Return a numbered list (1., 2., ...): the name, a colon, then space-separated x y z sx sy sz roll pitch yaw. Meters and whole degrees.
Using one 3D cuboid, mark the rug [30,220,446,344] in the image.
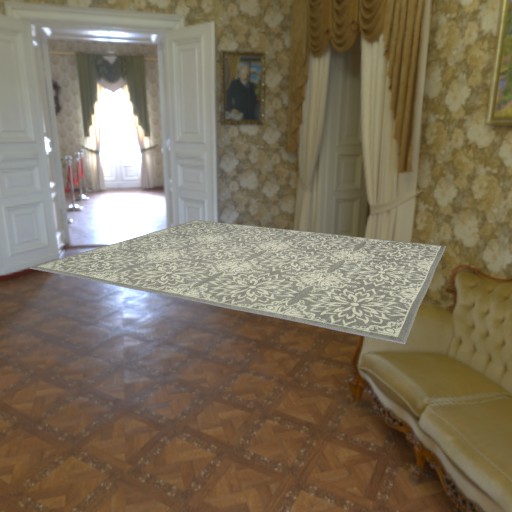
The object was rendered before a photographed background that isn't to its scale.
1. rug: 0.000 0.000 3.997 2.980 0.012 2.363 8 17 26
